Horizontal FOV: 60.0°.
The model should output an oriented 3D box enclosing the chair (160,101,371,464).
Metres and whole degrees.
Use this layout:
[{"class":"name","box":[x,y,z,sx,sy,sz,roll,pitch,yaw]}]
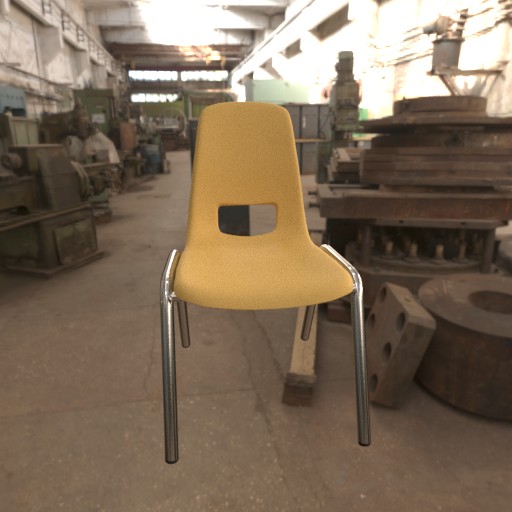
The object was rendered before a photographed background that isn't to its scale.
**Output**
[{"class":"chair","box":[0.000,0.000,0.864,0.354,0.586,0.423,-2,17,-7]}]
